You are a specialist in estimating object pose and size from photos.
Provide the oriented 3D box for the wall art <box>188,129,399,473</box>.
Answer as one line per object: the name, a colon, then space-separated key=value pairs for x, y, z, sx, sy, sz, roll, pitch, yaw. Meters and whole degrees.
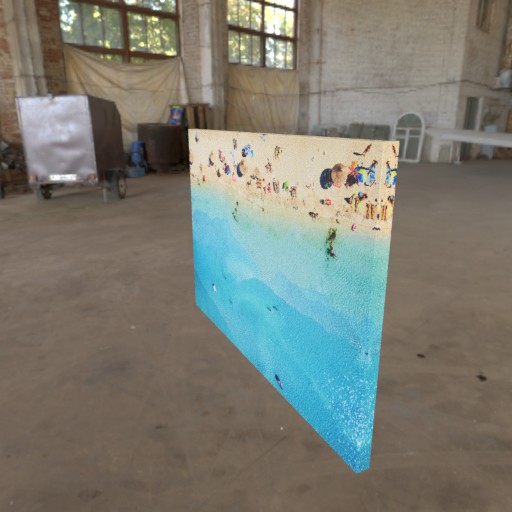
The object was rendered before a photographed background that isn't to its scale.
wall art: x=0.000 y=0.000 z=1.435 sx=0.040 sy=0.769 sz=1.136 roll=-9 pitch=19 yaw=-26
